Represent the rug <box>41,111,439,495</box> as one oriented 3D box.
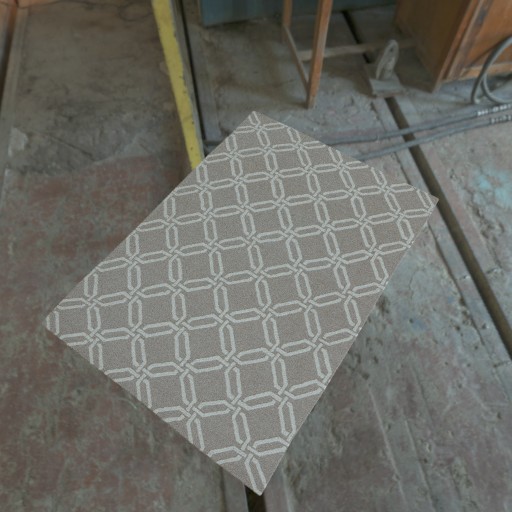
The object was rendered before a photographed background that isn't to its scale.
[{"bbox_3d":[0.000,0.000,2.735,1.524,0.013,2.135,31,64,17],"label":"rug"}]
